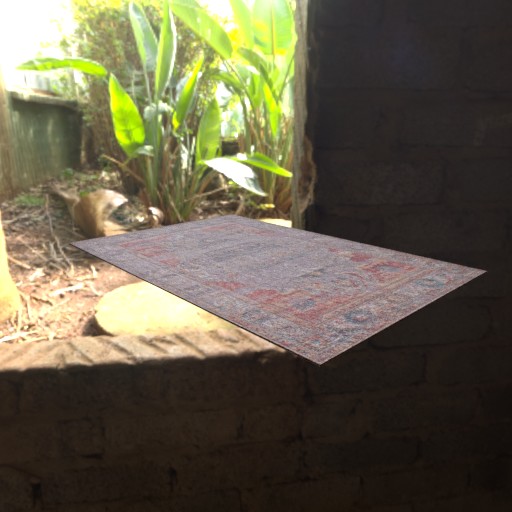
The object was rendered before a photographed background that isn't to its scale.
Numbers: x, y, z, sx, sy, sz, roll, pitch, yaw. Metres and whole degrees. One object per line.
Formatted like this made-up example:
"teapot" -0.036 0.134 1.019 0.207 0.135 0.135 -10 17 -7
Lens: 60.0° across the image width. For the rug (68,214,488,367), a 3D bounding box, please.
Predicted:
"rug" 0.000 0.000 2.285 1.219 0.005 1.829 -15 22 -41
